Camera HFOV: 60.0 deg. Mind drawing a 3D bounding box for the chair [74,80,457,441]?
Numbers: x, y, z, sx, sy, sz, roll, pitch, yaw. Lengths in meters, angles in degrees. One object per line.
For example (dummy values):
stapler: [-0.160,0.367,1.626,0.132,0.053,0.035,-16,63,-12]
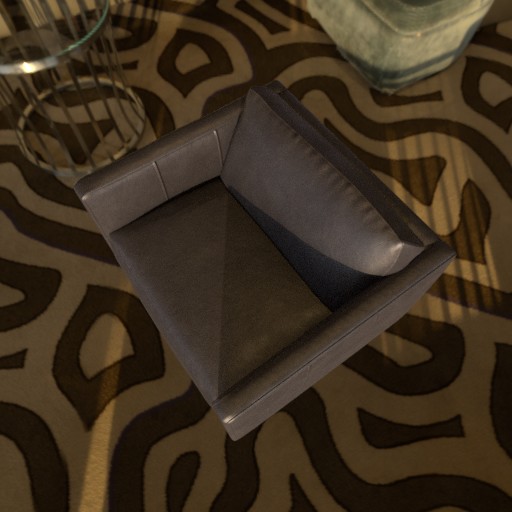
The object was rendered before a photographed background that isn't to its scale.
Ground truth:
chair: [0.000,0.000,1.627,0.862,0.811,0.939,-32,67,-15]
